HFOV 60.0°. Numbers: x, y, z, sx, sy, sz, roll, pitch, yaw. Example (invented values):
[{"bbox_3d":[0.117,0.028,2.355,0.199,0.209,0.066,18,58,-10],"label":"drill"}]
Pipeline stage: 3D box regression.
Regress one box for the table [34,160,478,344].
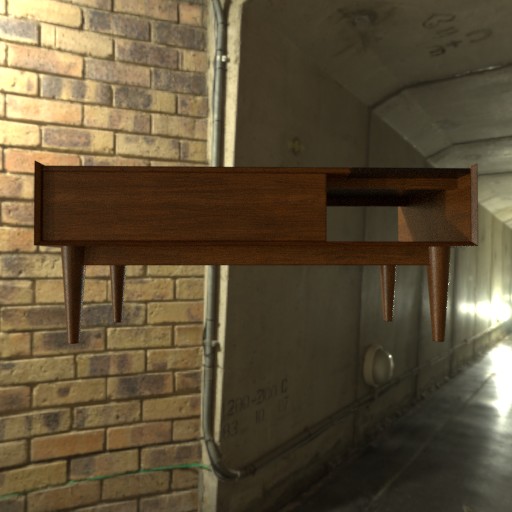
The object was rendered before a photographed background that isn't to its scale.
[{"bbox_3d":[0.000,0.000,1.522,1.221,0.508,0.610,0,-1,-2],"label":"table"}]
